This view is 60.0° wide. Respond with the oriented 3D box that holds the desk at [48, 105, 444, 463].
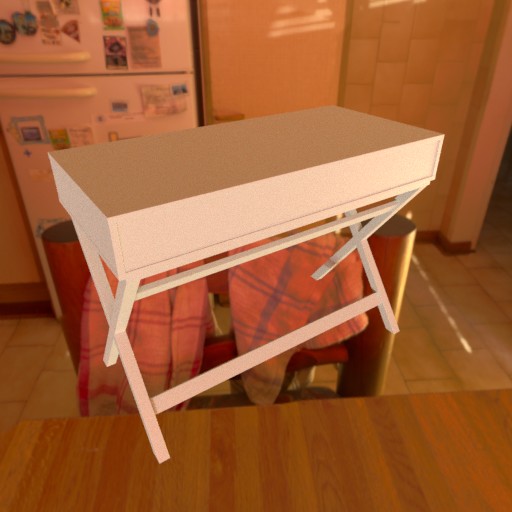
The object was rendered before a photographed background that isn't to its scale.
[{"bbox_3d":[0.000,0.000,1.502,1.057,0.780,0.525,-19,36,-29],"label":"desk"}]
